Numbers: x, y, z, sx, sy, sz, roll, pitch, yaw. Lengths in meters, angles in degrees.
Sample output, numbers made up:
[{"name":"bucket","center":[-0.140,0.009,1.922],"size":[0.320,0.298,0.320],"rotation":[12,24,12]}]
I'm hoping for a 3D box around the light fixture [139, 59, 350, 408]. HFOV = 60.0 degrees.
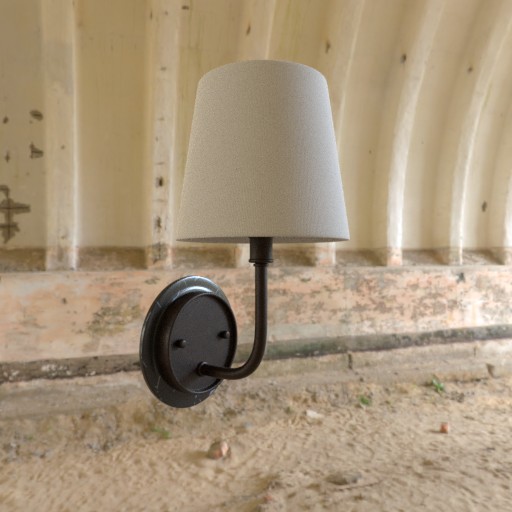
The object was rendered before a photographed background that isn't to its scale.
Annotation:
[{"name":"light fixture","center":[0.000,0.000,0.447],"size":[0.188,0.337,0.168],"rotation":[0,-1,37]}]
